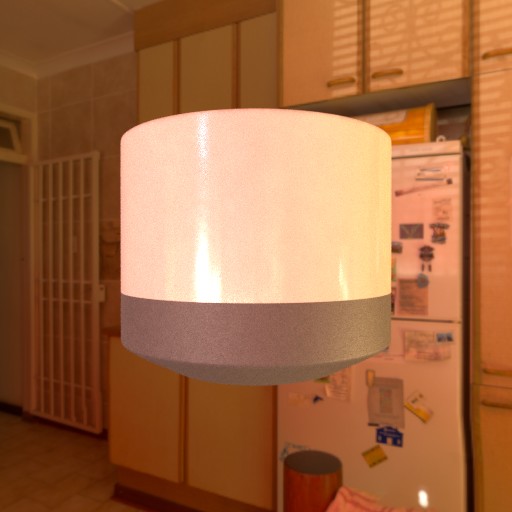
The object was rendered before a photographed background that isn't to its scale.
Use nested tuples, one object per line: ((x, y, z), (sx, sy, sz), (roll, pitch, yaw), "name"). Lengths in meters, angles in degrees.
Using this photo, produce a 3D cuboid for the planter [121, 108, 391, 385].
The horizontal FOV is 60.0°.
((0.000, 0.000, 0.220), (0.128, 0.105, 0.128), (0, 0, 0), "planter")
